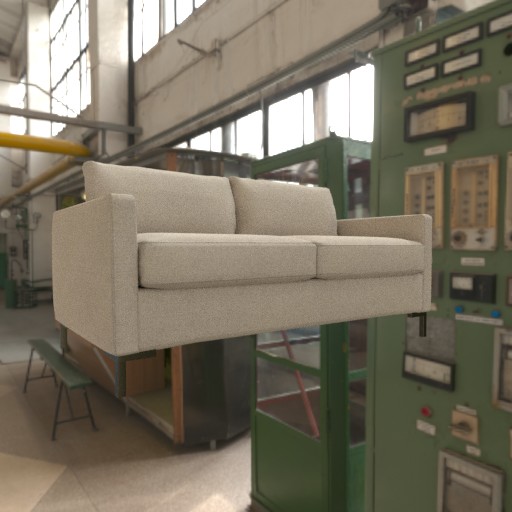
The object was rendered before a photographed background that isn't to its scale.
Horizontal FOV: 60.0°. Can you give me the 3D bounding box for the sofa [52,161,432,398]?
[{"bbox_3d":[0.000,0.000,2.140,1.682,0.840,0.875,-1,2,-35],"label":"sofa"}]
